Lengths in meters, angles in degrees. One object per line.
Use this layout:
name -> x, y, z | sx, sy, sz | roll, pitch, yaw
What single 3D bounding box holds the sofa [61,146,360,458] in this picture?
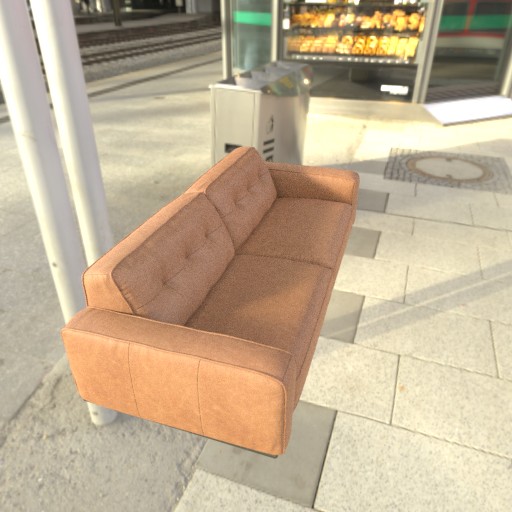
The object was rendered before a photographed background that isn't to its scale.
sofa -> 0.000, 0.000, 2.644 | 0.953, 0.780, 2.270 | 9, 31, 15
